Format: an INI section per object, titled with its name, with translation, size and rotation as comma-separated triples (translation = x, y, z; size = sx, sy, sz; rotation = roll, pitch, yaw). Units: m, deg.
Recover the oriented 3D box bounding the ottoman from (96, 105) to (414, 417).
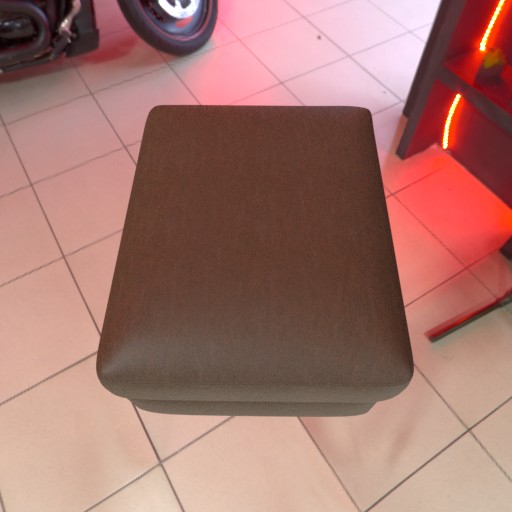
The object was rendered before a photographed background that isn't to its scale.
[ottoman]
translation = 0.000, 0.000, 1.171
size = 0.635, 0.508, 0.787
rotation = 1, 58, 0
